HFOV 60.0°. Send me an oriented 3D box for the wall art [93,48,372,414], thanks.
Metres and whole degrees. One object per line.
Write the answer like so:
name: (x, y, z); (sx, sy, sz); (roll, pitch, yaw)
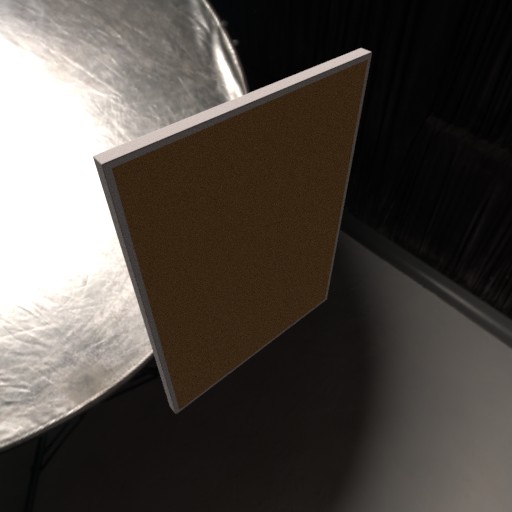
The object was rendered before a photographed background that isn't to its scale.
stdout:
wall art: (0.000, 0.000, 1.607); (0.914, 1.221, 0.046); (-32, 54, -27)
